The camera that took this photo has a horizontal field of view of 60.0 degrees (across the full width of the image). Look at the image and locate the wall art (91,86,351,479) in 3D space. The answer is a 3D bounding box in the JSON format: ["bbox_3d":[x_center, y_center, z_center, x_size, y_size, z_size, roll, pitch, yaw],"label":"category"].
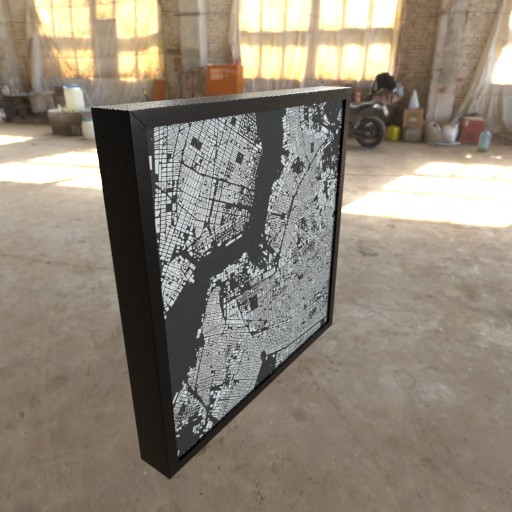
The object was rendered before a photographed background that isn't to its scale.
[{"bbox_3d":[0.000,0.000,0.436,0.037,0.299,0.299,16,29,33],"label":"wall art"}]
